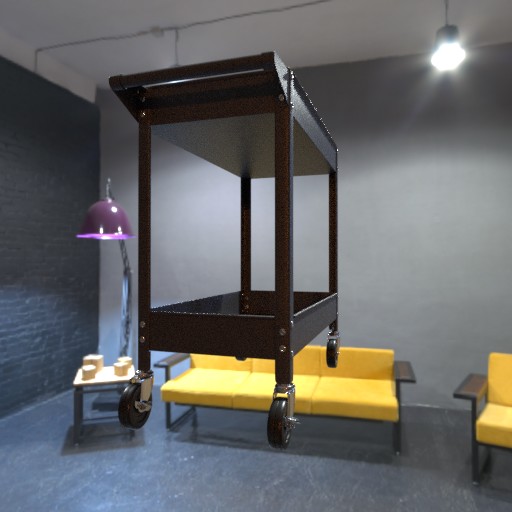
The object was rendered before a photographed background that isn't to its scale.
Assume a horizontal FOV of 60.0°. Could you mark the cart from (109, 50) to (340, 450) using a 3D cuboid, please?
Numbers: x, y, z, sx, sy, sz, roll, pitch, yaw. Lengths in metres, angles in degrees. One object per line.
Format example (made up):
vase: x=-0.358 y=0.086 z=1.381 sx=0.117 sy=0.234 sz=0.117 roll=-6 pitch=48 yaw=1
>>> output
cart: x=0.000 y=0.000 z=1.167 sx=0.366 sy=0.719 sz=0.779 roll=0 pitch=0 yaw=18
